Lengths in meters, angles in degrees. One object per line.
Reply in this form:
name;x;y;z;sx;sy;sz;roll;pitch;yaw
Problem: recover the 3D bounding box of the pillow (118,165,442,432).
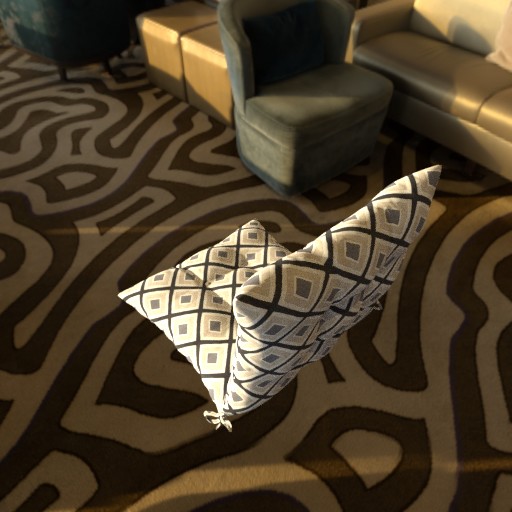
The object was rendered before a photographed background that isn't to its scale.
pillow;0.000;0.000;1.032;0.541;0.536;0.585;-32;53;-27
